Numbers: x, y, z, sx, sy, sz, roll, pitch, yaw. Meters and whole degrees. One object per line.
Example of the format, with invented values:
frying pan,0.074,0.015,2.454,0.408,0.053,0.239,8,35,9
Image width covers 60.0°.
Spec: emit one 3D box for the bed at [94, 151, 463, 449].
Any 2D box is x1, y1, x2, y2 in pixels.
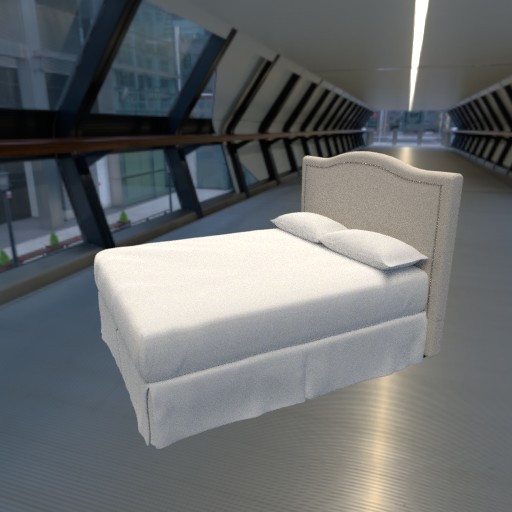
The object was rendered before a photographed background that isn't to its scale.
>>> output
bed,0.000,0.000,3.305,2.143,1.460,1.753,-9,19,-26
